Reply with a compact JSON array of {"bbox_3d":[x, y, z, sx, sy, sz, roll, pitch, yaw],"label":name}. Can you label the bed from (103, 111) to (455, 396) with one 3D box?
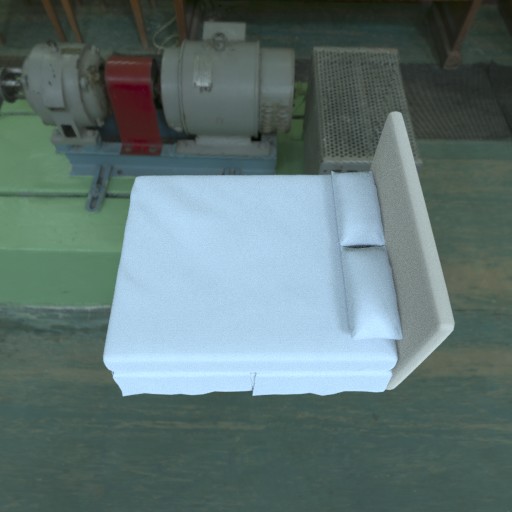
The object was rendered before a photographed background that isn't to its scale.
[{"bbox_3d":[0.000,0.000,3.318,2.142,1.330,1.748,0,59,0],"label":"bed"}]
